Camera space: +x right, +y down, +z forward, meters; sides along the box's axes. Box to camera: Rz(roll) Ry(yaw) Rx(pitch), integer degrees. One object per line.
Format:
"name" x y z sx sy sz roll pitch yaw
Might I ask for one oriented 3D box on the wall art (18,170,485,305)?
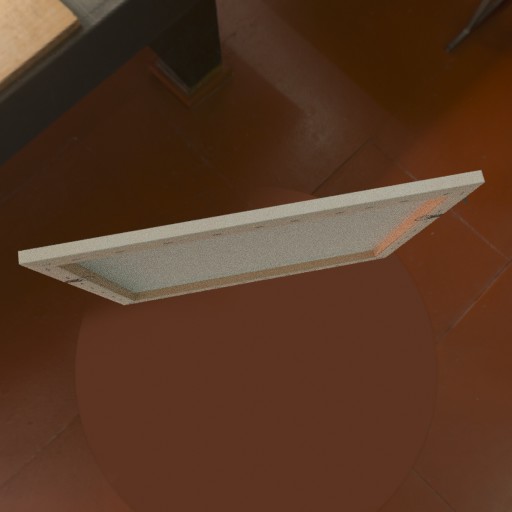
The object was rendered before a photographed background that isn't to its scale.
"wall art" 0.000 0.000 1.588 1.219 0.912 0.042 -10 78 -2
